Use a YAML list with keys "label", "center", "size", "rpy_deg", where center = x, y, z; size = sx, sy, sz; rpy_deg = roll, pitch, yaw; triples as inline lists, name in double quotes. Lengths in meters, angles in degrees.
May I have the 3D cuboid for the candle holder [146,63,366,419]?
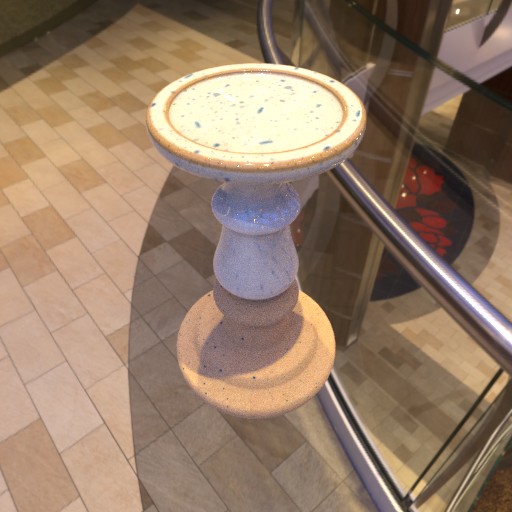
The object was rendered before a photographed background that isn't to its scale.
- label: "candle holder"
  center: [0.000, 0.000, 0.280]
  size: [0.123, 0.202, 0.123]
  rpy_deg: [0, 45, 0]
